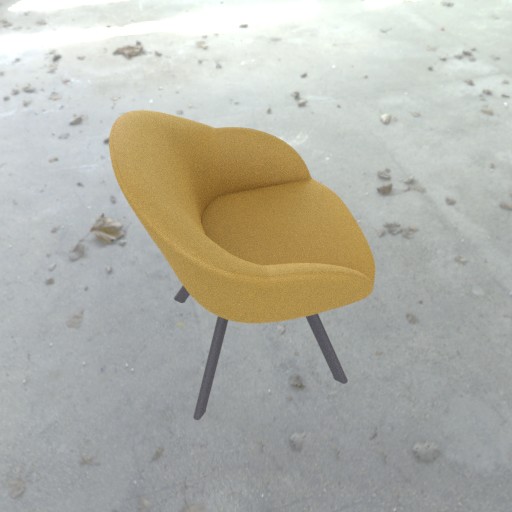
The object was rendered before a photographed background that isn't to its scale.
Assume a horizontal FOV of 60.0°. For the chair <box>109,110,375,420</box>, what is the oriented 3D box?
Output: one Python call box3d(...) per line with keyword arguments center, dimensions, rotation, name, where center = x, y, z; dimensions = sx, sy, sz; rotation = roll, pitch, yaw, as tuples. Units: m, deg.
box3d(center=(0.000, 0.000, 1.187), dimensions=(0.583, 0.793, 0.551), rotation=(-11, 49, -10), name="chair")
